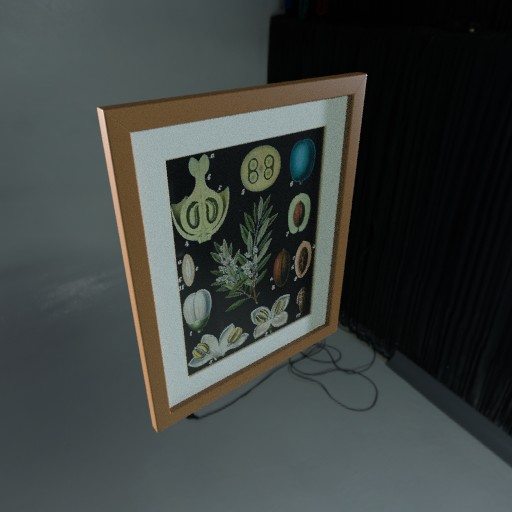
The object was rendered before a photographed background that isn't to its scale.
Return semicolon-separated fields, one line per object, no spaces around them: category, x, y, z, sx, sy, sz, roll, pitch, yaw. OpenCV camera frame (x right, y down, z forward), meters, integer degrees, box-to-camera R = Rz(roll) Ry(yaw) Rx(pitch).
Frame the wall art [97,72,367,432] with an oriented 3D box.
wall art;0.000;0.000;0.525;0.310;0.379;0.015;-21;36;-32
